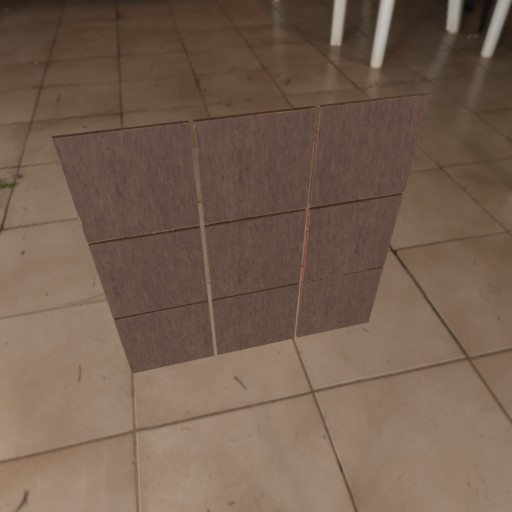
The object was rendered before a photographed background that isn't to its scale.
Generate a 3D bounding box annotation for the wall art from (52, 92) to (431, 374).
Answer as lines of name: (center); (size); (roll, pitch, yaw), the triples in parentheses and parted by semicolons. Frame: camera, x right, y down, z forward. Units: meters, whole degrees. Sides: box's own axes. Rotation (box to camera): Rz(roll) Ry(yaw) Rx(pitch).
wall art: (0.000, 0.000, 1.356); (0.915, 0.914, 0.013); (-10, 44, -11)
